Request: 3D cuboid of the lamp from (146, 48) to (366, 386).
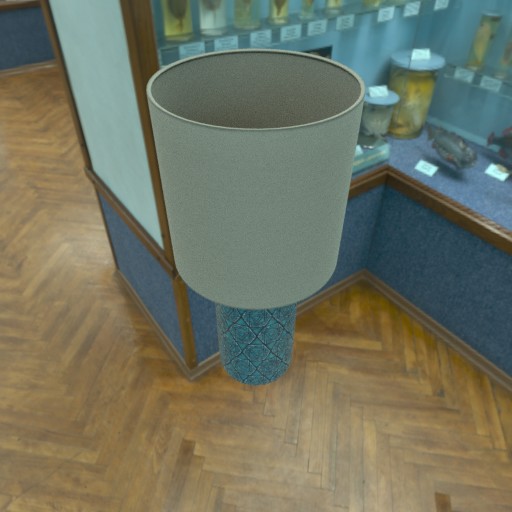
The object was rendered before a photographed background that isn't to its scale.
[{"bbox_3d":[0.000,0.000,0.768,0.278,0.597,0.278,-24,47,-25],"label":"lamp"}]
